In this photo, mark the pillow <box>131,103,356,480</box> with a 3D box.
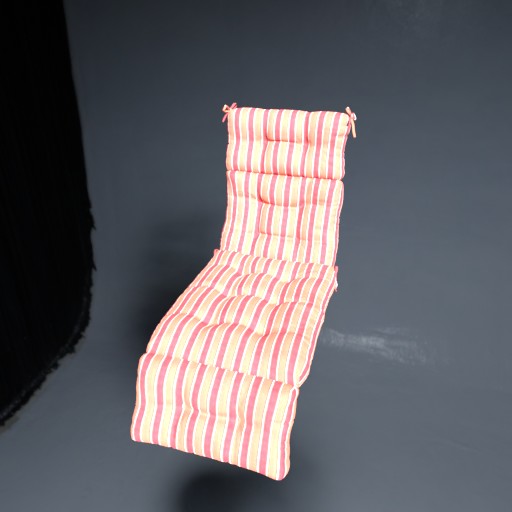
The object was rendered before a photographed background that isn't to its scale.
[{"bbox_3d":[0.000,0.000,1.502,0.526,0.863,1.016,8,28,15],"label":"pillow"}]
